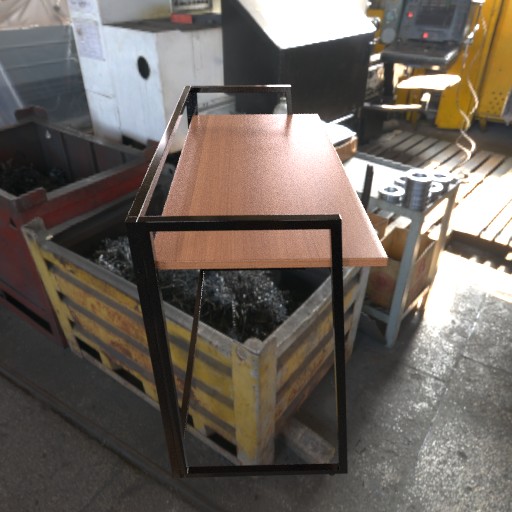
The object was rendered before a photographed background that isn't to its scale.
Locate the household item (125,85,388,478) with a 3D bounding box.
[{"bbox_3d":[0.000,0.000,1.489,0.510,0.860,1.050,-1,34,-1],"label":"household item"}]
